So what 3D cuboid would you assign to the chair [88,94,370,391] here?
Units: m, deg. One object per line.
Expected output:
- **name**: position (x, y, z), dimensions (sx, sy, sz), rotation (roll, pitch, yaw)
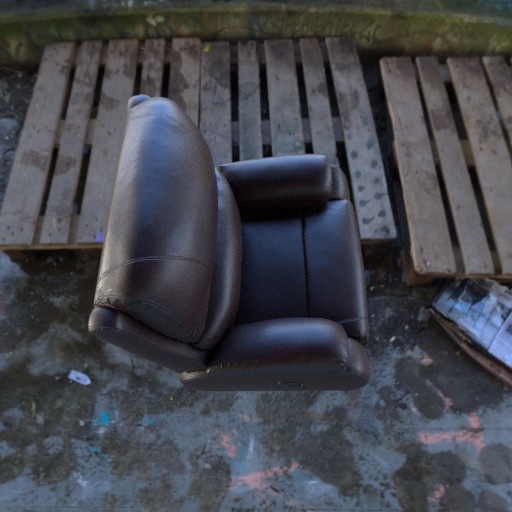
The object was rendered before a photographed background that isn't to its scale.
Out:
- **chair**: position (0.000, 0.000, 1.717), dimensions (0.899, 1.011, 0.930), rotation (0, 63, 0)
